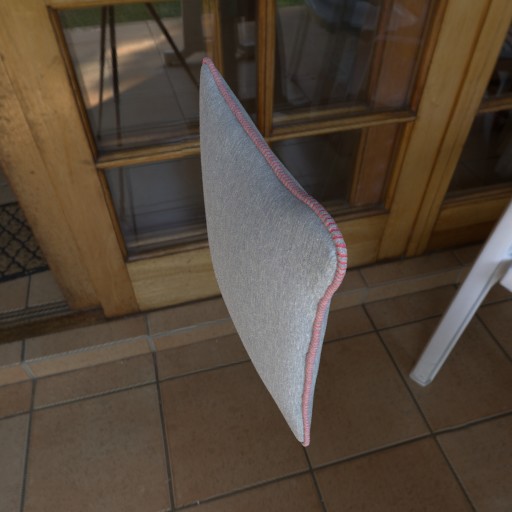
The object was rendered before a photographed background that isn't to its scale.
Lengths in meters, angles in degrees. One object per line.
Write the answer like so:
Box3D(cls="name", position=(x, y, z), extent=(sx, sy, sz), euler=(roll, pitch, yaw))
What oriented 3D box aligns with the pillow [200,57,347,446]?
Box3D(cls="pillow", position=(0.000, 0.000, 0.738), extent=(0.124, 0.491, 0.482), euler=(-15, 47, -14))
